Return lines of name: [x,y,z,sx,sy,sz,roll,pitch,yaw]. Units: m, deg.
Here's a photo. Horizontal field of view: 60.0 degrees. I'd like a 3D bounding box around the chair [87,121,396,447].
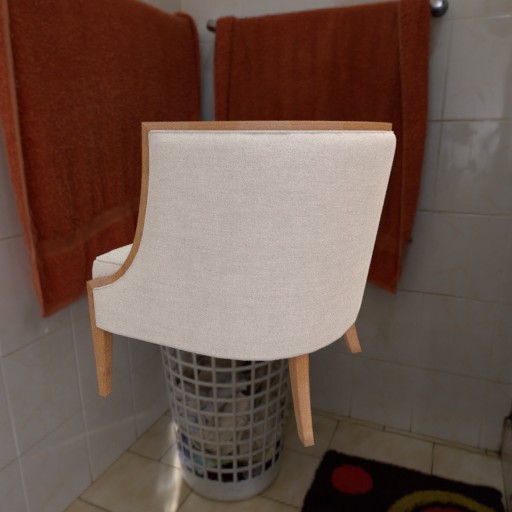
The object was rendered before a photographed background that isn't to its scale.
chair: [0.000,0.000,1.360,0.757,0.775,0.711,7,17,24]
